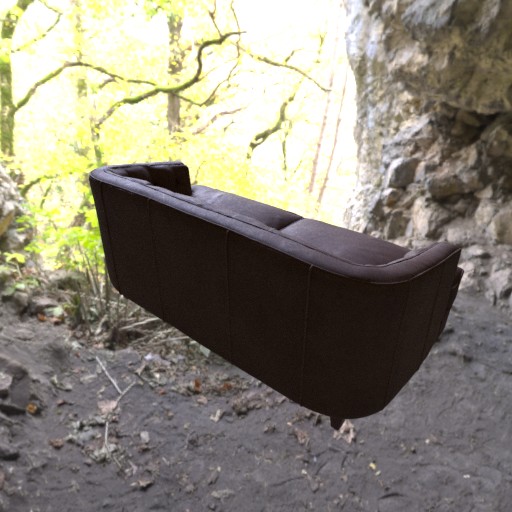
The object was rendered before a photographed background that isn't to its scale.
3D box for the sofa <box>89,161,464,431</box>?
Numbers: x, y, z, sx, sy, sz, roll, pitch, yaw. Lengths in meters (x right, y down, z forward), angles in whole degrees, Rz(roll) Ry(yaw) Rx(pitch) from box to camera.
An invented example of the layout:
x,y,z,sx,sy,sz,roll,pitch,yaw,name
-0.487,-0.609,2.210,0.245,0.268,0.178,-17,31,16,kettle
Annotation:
x,y,z,sx,sy,sz,roll,pitch,yaw,name
0.000,0.000,2.232,1.767,0.799,0.917,23,37,34,sofa
